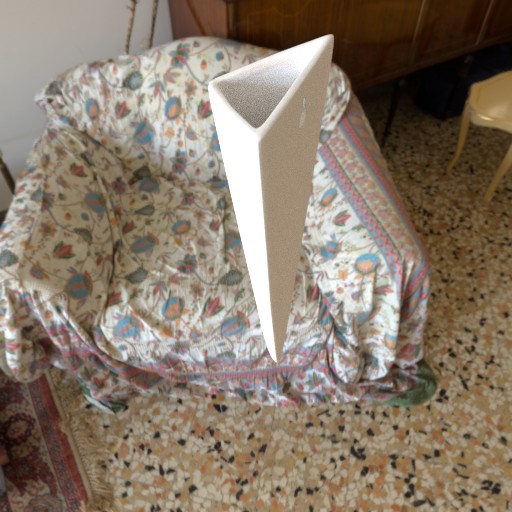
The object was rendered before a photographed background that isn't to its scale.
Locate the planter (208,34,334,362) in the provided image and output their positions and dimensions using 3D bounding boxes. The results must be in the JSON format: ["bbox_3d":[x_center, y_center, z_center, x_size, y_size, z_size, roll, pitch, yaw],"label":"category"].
[{"bbox_3d":[0.000,0.000,0.395,0.065,0.338,0.143,16,50,14],"label":"planter"}]
